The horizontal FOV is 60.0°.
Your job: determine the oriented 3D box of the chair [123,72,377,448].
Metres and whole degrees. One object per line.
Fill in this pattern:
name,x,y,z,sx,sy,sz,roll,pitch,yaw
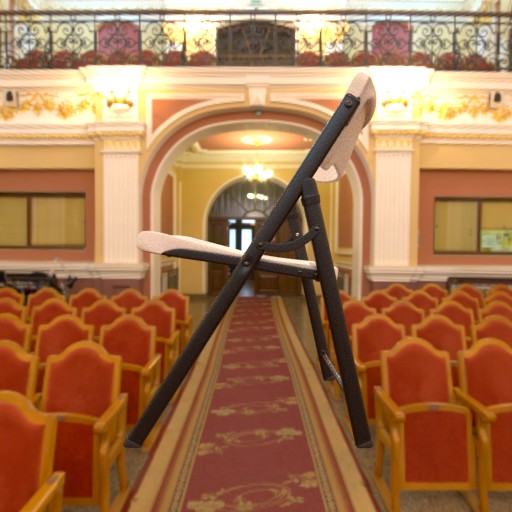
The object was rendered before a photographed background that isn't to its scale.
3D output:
chair,0.000,0.000,1.120,0.577,0.765,0.482,0,1,0
